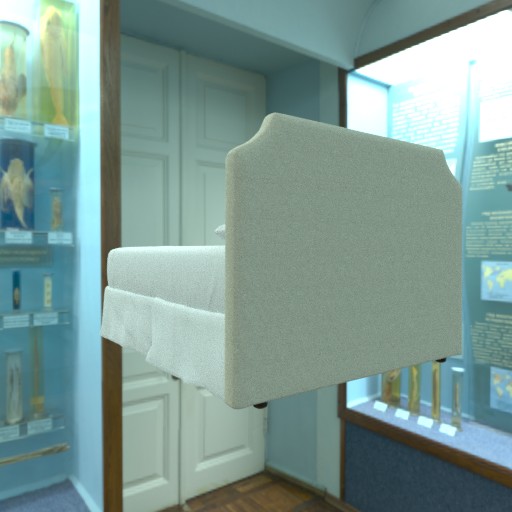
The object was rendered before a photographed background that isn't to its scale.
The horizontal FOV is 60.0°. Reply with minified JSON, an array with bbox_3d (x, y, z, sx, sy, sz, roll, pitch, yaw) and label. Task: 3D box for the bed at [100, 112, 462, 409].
[{"bbox_3d":[0.000,0.000,3.135,1.693,1.290,2.116,-1,1,-35],"label":"bed"}]
